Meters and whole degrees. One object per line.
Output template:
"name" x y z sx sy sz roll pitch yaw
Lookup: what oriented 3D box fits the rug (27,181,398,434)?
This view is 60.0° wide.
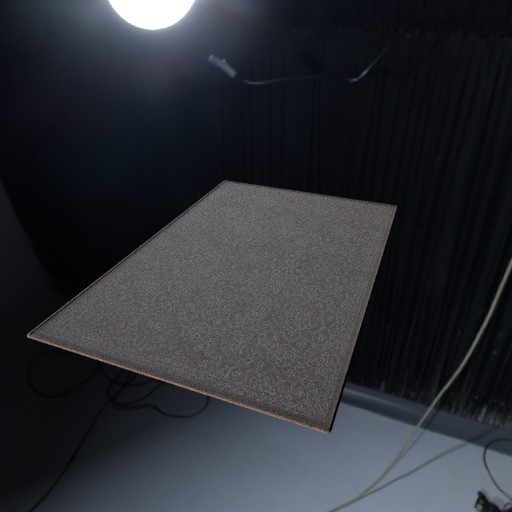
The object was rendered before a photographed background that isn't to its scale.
"rug" 0.000 0.000 2.848 1.524 0.011 2.286 11 32 19
